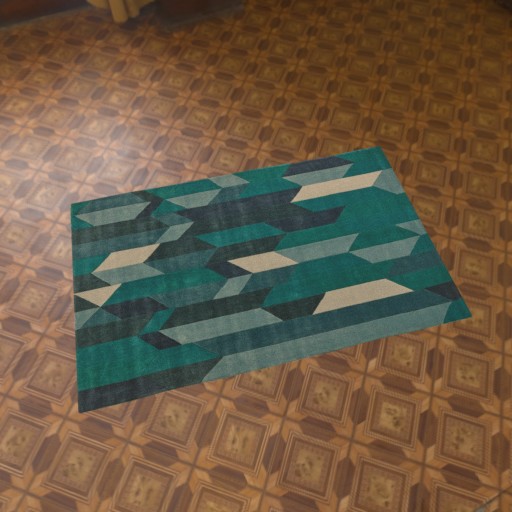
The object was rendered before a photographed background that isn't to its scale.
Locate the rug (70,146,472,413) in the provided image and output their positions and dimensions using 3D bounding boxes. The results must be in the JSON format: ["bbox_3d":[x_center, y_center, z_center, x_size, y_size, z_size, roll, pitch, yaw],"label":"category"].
[{"bbox_3d":[0.000,0.000,3.009,2.420,0.005,1.528,-12,60,-7],"label":"rug"}]
